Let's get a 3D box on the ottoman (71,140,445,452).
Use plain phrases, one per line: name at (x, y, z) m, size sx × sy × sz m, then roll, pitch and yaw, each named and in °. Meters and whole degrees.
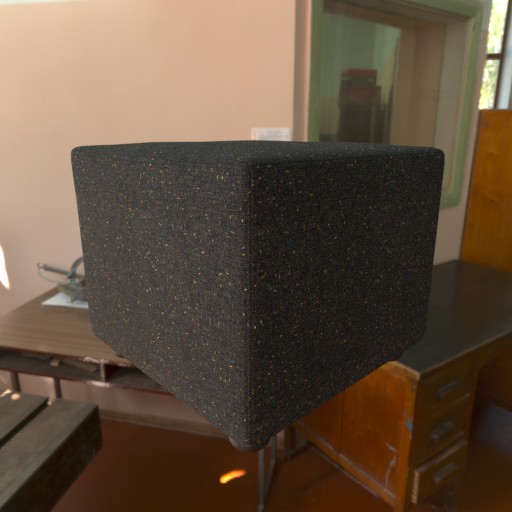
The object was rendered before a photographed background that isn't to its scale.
ottoman at (0.000, 0.000, 0.865) m, size 0.508 × 0.432 × 0.508 m, roll -14°, pitch 21°, yaw -41°
